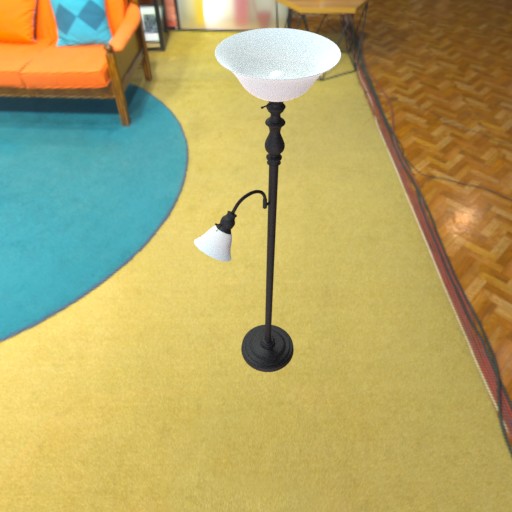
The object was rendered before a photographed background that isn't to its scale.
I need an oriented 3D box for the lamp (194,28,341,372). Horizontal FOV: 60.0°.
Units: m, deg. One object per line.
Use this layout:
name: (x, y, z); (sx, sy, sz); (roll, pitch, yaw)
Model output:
lamp: (0.000, 0.000, 2.038); (0.588, 1.793, 0.405); (-31, 54, -26)
